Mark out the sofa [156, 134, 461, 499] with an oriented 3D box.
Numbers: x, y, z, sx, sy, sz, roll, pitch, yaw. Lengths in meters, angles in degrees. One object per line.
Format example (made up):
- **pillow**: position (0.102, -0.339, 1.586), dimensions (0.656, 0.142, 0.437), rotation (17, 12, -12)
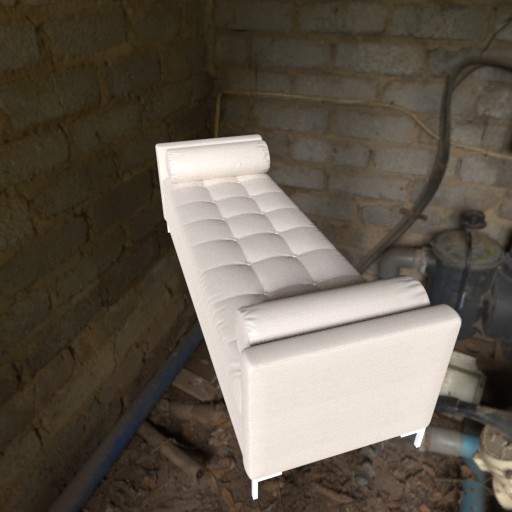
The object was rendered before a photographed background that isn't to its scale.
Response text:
- **sofa**: position (0.000, 0.000, 2.198), dimensions (0.686, 0.635, 1.981), rotation (-10, 33, -15)
